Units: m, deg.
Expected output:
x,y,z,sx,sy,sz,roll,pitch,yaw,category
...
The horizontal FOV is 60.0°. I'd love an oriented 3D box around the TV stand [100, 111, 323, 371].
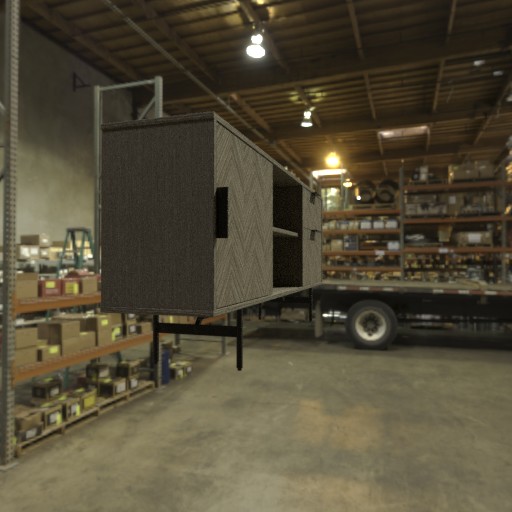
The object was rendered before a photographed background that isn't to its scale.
x,y,z,sx,sy,sz,roll,pitch,yaw,category
0.000,0.000,2.139,0.405,0.787,1.804,0,-1,18,TV stand
